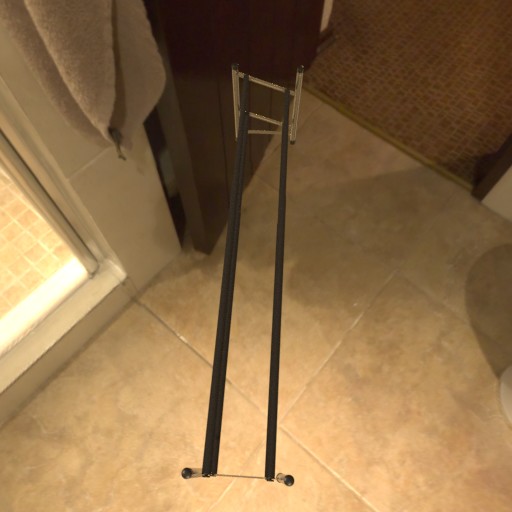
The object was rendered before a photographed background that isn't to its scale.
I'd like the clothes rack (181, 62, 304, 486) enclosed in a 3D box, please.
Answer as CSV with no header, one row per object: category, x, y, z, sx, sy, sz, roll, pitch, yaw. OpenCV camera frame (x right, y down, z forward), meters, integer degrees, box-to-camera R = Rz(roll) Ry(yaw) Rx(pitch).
clothes rack,0.000,0.000,1.285,0.229,0.349,1.168,3,64,2
